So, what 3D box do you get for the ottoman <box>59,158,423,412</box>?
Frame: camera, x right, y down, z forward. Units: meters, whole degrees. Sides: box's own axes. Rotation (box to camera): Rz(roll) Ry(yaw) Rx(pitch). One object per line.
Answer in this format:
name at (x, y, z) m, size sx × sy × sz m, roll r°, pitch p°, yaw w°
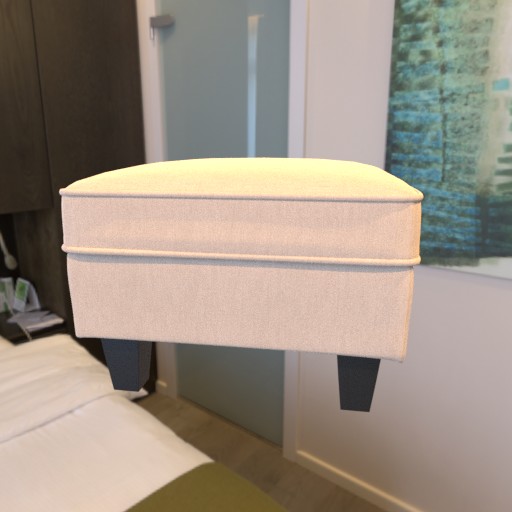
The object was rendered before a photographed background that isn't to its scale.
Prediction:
ottoman at (0.000, 0.000, 1.020) m, size 0.616 × 0.438 × 0.613 m, roll 2°, pitch 14°, yaw 9°
